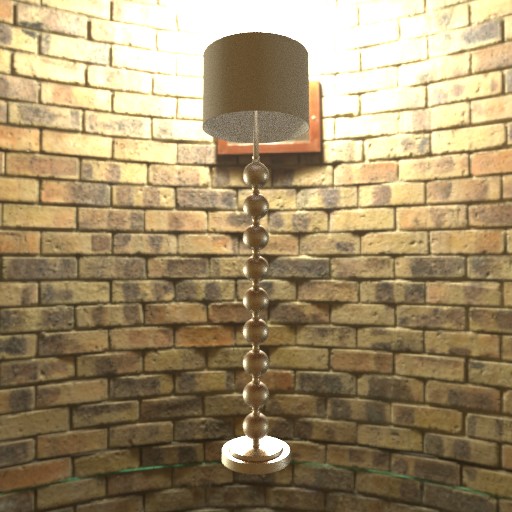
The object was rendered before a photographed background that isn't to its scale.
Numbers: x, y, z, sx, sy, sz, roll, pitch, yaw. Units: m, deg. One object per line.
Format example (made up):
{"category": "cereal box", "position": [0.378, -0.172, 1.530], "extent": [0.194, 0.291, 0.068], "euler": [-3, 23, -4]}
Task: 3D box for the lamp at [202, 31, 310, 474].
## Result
{"category": "lamp", "position": [0.000, 0.000, 1.630], "extent": [0.394, 1.474, 0.394], "euler": [1, -1, -36]}
